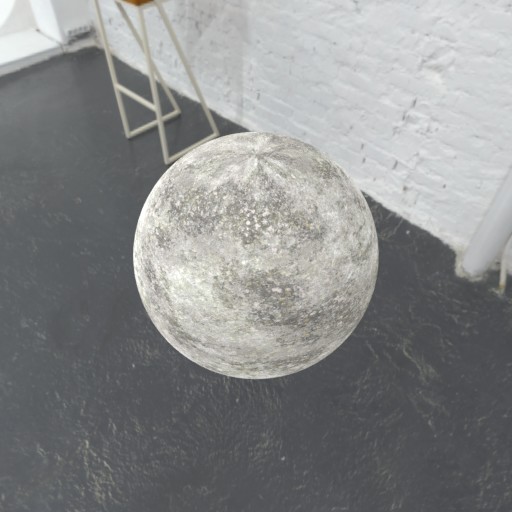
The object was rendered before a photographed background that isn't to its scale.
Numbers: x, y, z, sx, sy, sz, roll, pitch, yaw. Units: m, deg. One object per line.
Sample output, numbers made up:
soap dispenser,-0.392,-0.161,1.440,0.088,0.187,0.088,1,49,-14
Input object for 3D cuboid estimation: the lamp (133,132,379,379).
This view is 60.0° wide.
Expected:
lamp,0.000,0.000,0.791,0.422,0.429,0.422,0,47,0
